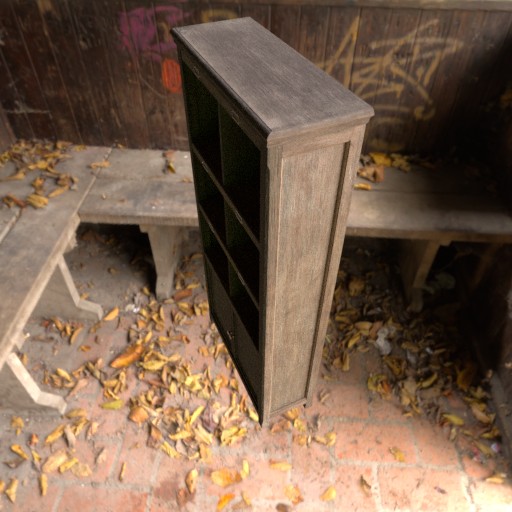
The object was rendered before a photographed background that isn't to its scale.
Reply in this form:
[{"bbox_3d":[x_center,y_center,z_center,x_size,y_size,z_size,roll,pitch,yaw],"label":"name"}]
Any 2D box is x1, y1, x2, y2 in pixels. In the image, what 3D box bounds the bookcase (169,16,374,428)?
[{"bbox_3d":[0.000,0.000,2.180,0.348,1.880,0.906,-18,48,-17],"label":"bookcase"}]
